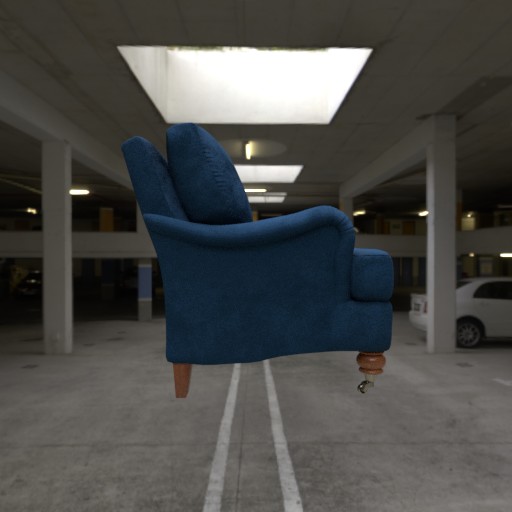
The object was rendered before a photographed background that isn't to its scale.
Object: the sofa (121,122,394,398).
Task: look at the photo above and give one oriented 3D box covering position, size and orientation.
[{"bbox_3d":[0.000,0.000,2.746,1.084,1.101,2.141,0,0,-1],"label":"sofa"}]
